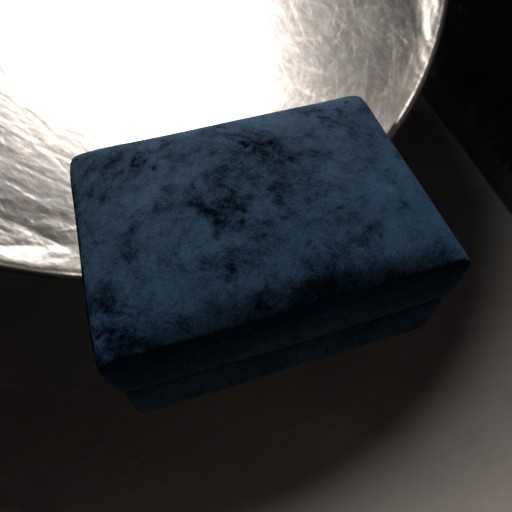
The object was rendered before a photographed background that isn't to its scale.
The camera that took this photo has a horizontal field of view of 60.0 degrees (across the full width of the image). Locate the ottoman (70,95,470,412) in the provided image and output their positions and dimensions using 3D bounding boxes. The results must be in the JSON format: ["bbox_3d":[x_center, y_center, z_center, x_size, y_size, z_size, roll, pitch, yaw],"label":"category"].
[{"bbox_3d":[0.000,0.000,1.136,0.773,0.503,0.572,-15,59,-9],"label":"ottoman"}]
